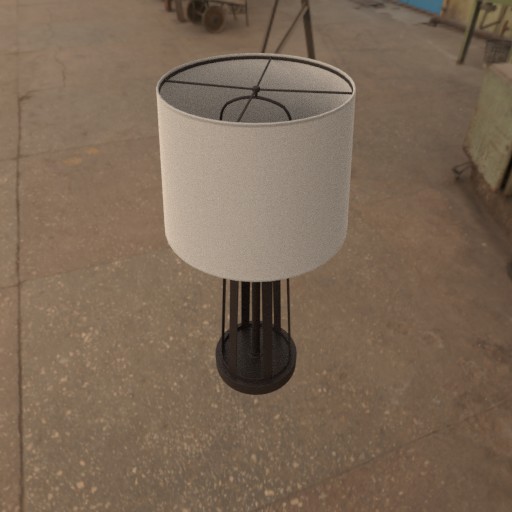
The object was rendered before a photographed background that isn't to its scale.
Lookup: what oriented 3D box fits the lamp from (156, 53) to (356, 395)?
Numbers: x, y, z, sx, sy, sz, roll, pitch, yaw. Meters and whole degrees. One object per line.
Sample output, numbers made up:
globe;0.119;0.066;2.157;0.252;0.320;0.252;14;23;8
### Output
lamp;0.000;0.000;0.660;0.251;0.509;0.251;0;40;0
